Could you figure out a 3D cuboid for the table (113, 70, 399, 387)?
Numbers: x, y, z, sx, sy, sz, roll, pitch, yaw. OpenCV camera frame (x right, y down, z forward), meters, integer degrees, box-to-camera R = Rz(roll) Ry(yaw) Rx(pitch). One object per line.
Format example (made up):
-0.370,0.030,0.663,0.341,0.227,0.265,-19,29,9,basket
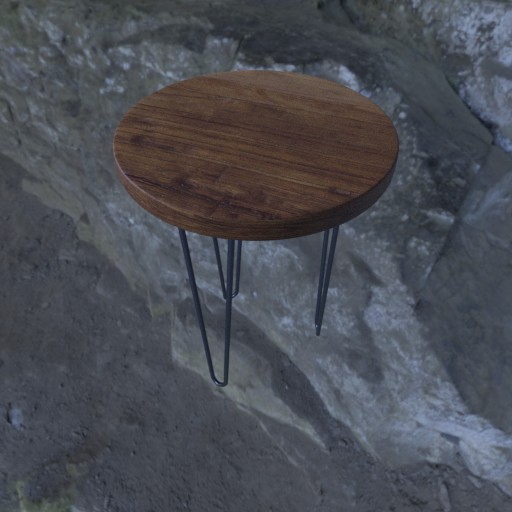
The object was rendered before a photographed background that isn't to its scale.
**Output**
0.000,0.000,0.816,0.400,0.520,0.400,0,45,0,table
